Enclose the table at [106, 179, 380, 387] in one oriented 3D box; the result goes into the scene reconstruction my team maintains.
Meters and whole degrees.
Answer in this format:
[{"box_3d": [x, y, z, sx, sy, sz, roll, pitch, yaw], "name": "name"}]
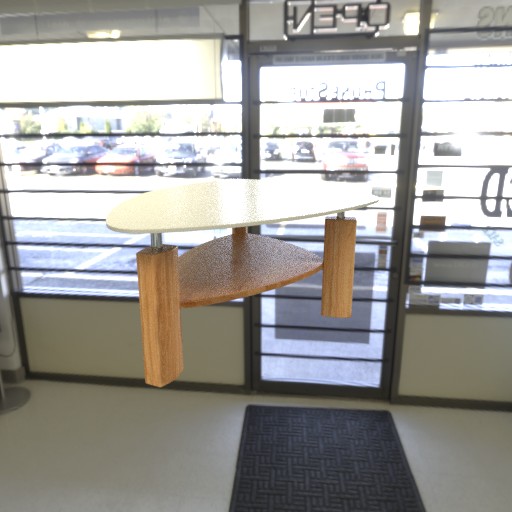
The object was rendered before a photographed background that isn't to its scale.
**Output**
[{"box_3d": [0.000, 0.000, 1.625, 0.850, 0.440, 1.250, 3, 15, 10], "name": "table"}]
